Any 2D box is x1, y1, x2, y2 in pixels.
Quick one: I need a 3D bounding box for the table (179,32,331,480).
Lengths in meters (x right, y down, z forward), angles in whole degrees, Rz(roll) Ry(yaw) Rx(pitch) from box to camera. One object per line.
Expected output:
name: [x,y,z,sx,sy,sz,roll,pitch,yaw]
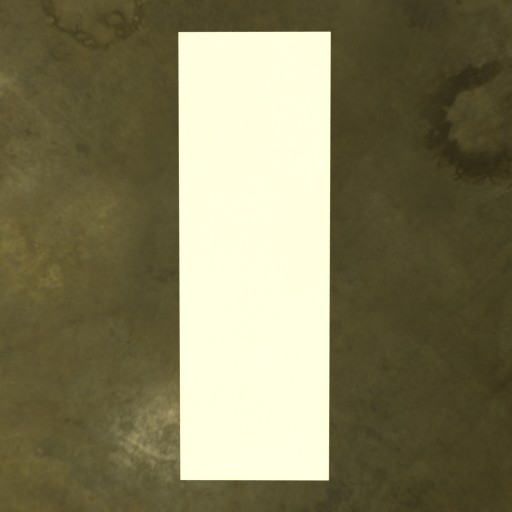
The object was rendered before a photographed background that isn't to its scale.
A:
table: [0.000,0.000,1.869,0.508,0.769,1.500,0,91,0]
